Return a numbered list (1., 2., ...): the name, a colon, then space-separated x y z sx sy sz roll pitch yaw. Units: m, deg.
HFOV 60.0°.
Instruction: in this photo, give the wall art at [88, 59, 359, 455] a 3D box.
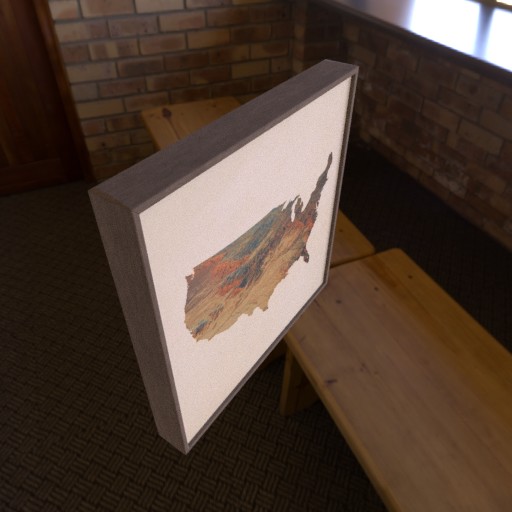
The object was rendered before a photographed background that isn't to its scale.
1. wall art: 0.000 0.000 0.453 0.038 0.302 0.303 25 47 26
